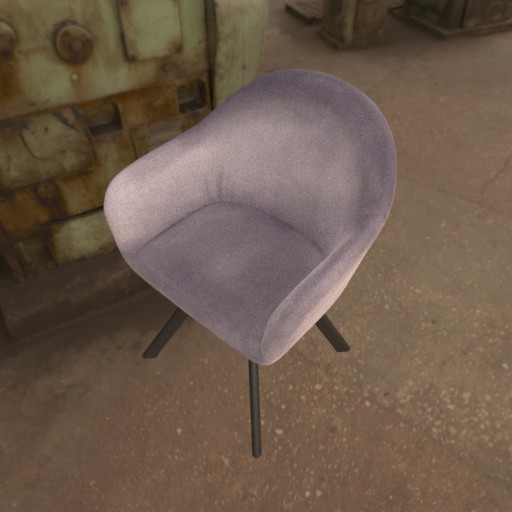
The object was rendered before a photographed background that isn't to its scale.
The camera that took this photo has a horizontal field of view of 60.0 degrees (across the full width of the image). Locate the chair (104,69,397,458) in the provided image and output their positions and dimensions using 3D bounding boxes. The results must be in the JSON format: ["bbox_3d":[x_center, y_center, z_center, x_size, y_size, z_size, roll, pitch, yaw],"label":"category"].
[{"bbox_3d":[0.000,0.000,1.132,0.570,0.780,0.540,32,53,28],"label":"chair"}]
